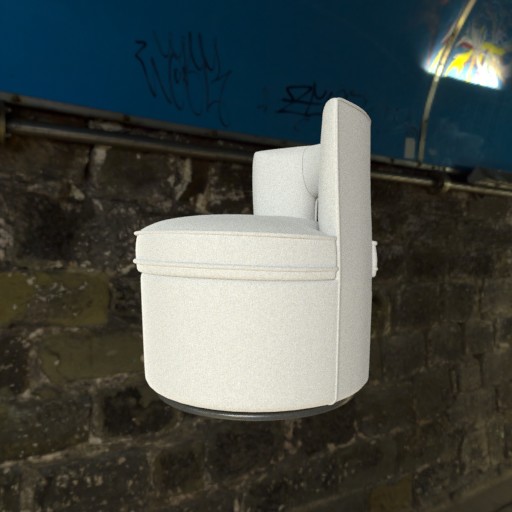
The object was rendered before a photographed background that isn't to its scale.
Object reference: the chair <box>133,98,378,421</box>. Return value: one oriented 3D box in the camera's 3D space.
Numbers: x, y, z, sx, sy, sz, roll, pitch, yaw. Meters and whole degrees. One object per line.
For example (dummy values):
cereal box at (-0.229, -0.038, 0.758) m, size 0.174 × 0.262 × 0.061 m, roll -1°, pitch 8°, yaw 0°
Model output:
chair at (0.000, 0.000, 1.244) m, size 0.665 × 0.723 × 0.650 m, roll 0°, pitch 1°, yaw -17°
